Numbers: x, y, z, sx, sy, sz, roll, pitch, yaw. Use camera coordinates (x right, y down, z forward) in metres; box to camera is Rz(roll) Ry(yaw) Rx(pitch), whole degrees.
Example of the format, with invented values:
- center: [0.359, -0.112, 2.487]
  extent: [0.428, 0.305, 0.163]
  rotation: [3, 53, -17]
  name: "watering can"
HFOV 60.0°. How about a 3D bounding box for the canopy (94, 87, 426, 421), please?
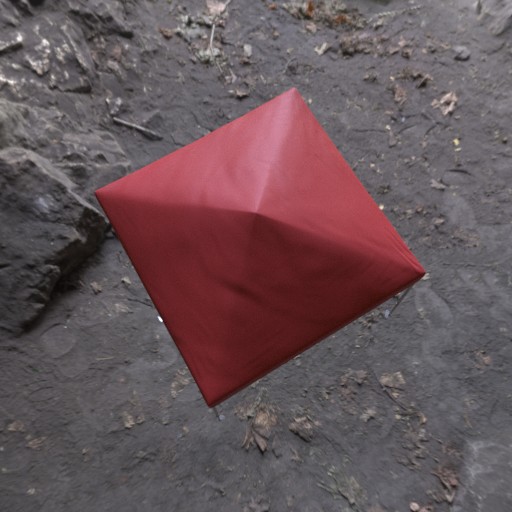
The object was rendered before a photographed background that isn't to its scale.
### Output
- center: [0.000, 0.000, 5.152]
  extent: [2.848, 2.849, 2.849]
  rotation: [-30, 77, -8]
  name: "canopy"
